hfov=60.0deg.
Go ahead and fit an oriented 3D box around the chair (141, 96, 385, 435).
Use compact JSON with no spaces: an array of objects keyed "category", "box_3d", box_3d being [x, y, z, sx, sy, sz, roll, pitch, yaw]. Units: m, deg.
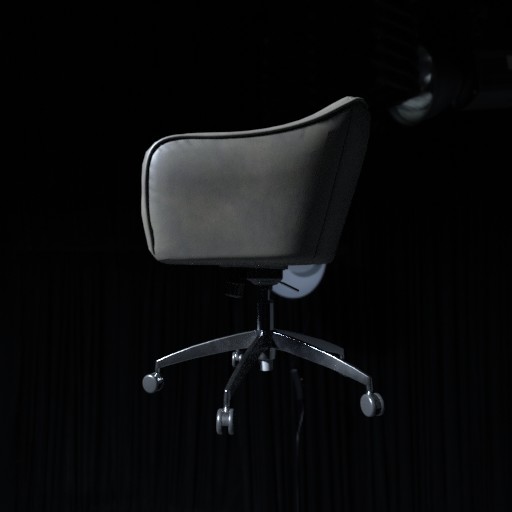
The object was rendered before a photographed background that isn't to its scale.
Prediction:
[{"category":"chair","box_3d":[0.000,0.000,1.352,0.689,0.827,0.713,0,-1,0]}]
